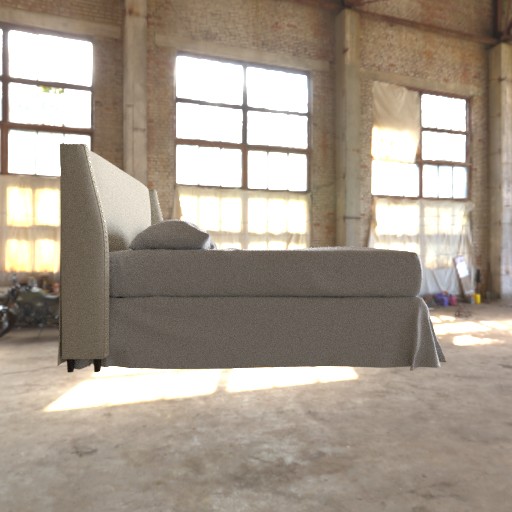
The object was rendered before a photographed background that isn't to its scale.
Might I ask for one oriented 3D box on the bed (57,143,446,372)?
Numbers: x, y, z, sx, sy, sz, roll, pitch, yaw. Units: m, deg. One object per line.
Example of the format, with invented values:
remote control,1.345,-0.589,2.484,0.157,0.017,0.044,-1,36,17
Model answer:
bed,0.000,0.000,3.462,2.276,1.332,1.925,0,0,0
